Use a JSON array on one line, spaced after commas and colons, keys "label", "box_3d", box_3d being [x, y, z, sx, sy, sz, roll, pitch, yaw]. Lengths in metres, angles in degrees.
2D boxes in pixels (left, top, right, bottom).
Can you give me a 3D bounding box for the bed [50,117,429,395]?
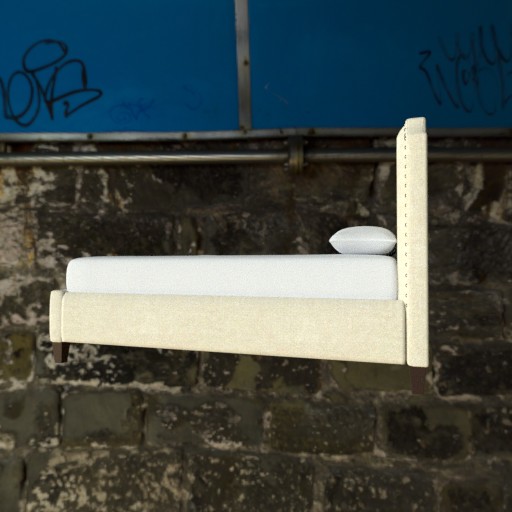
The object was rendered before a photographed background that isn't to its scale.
[{"label": "bed", "box_3d": [0.000, 0.000, 3.404, 2.381, 1.457, 1.713, 0, -1, 18]}]
